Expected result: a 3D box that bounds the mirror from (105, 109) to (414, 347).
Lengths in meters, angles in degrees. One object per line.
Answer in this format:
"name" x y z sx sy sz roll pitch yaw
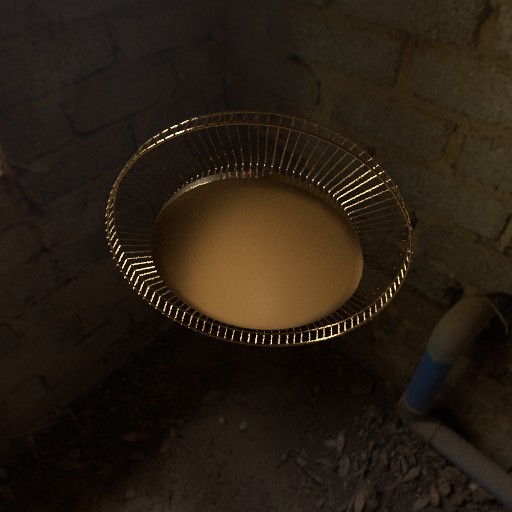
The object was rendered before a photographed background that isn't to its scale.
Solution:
"mirror" 0.000 0.000 1.045 0.703 0.703 0.067 5 45 5
